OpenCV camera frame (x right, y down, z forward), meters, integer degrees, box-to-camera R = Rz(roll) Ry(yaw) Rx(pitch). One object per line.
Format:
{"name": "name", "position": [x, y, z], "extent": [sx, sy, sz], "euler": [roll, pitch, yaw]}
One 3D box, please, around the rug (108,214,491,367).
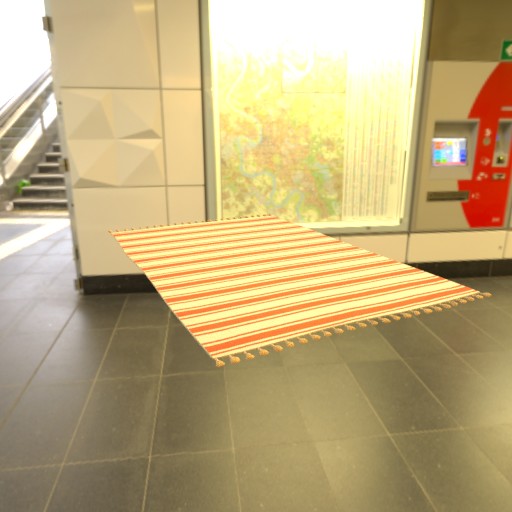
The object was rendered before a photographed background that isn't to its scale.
{"name": "rug", "position": [0.000, 0.000, 3.015], "extent": [1.556, 0.022, 2.433], "euler": [-8, 19, -26]}
